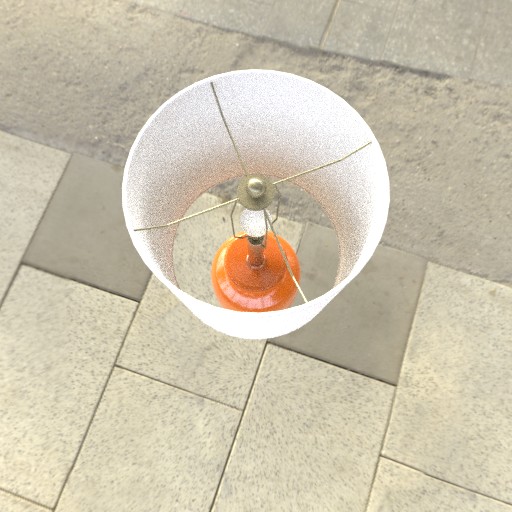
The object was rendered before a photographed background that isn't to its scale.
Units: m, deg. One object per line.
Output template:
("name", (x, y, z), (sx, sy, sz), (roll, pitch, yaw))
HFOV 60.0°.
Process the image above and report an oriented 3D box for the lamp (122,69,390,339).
("lamp", (0.000, 0.000, 1.112), (0.418, 0.871, 0.418), (16, 76, 4))
